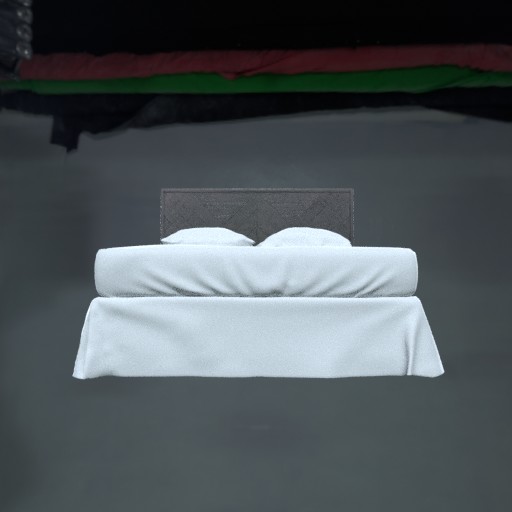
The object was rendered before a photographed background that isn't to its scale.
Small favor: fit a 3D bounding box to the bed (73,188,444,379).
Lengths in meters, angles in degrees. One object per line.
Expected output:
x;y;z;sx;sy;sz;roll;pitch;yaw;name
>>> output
0.000;0.000;2.862;1.772;1.142;1.785;0;-1;0;bed
